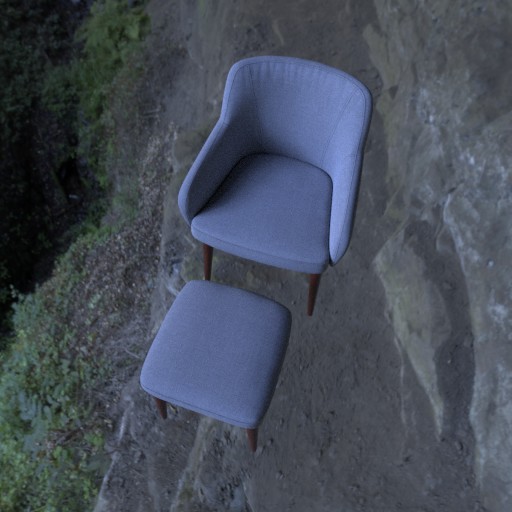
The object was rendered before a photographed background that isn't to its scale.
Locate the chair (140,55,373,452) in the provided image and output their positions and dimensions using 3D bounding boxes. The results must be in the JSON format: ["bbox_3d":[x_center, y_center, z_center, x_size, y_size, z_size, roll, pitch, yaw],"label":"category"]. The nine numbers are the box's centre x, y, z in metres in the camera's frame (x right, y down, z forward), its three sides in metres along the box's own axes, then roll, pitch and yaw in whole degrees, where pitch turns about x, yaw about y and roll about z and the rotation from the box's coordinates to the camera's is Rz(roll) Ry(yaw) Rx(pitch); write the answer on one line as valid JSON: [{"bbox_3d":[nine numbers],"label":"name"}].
[{"bbox_3d":[0.000,0.000,1.535,0.584,0.799,1.107,16,61,9],"label":"chair"}]
